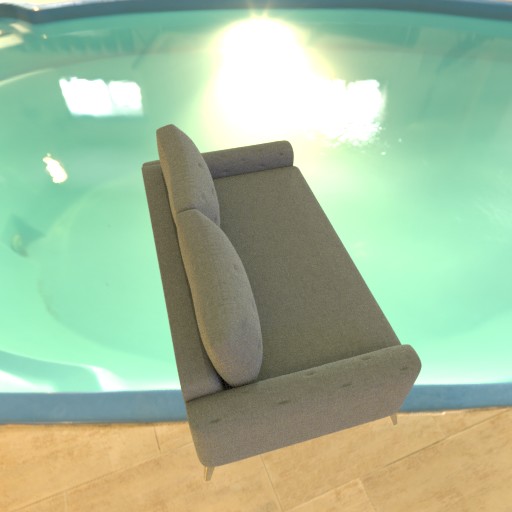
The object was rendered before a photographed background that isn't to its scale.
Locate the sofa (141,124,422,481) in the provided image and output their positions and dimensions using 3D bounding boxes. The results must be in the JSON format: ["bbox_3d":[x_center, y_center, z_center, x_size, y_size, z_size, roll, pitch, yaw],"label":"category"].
[{"bbox_3d":[0.000,0.000,2.166,0.920,0.790,1.650,-12,48,-11],"label":"sofa"}]
